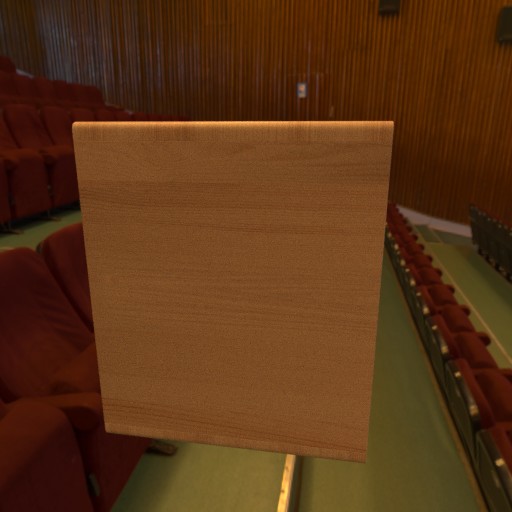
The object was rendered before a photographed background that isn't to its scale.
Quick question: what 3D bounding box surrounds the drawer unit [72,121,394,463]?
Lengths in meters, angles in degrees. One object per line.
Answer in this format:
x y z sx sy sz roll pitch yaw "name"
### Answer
0.000 0.000 0.600 0.290 0.344 0.344 3 16 9 "drawer unit"
